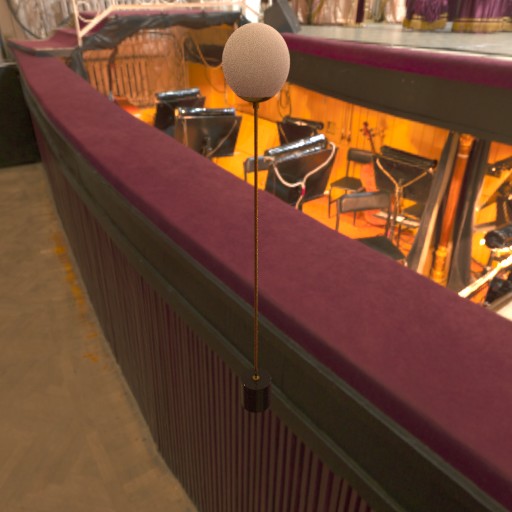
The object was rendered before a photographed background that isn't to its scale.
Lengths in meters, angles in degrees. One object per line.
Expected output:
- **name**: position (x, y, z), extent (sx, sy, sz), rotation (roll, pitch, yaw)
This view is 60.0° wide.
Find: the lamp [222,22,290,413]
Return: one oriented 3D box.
- **lamp**: position (0.000, 0.000, 1.875), extent (0.229, 1.748, 0.229), rotation (-21, 36, -32)
